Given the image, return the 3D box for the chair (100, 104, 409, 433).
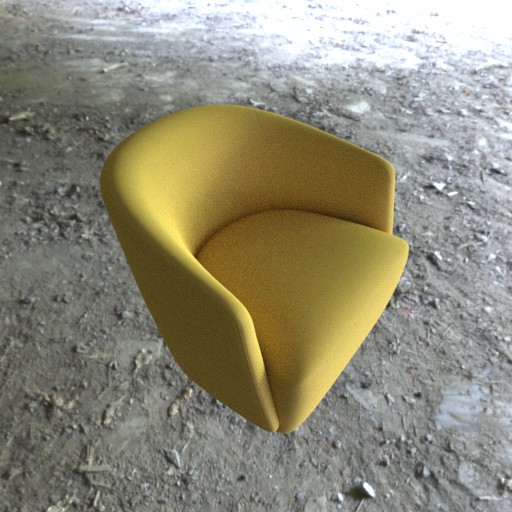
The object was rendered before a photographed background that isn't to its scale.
[{"bbox_3d":[0.000,0.000,1.360,0.767,0.698,0.773,26,47,27],"label":"chair"}]
